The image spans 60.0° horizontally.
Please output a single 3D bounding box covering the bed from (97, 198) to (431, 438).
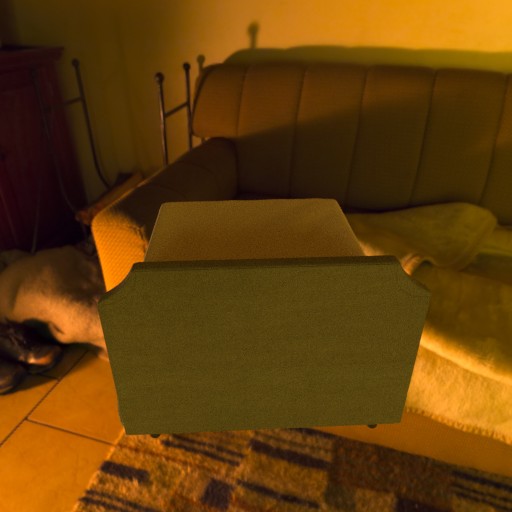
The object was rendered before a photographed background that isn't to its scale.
[{"bbox_3d":[0.000,0.000,3.665,1.977,1.306,2.464,-2,30,-3],"label":"bed"}]
